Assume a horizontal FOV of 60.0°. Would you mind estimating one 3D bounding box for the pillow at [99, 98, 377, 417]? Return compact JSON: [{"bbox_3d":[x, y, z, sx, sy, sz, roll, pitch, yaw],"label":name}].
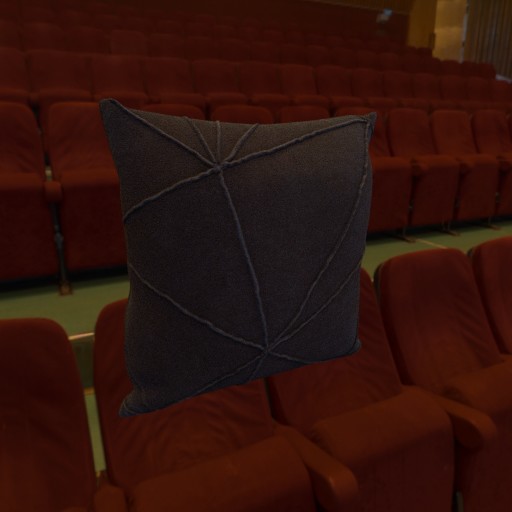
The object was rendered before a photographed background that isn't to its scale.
[{"bbox_3d":[0.000,0.000,0.675,0.439,0.440,0.183,-8,17,-26],"label":"pillow"}]
